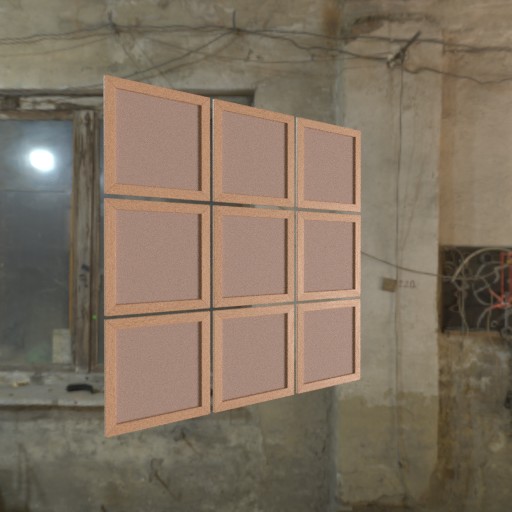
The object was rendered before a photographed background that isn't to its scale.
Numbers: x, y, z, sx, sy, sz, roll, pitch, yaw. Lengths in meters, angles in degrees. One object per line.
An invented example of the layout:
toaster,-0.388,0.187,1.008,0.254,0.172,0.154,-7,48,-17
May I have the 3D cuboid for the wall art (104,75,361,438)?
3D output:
wall art,0.000,0.000,2.268,1.519,1.507,0.014,0,1,-34
